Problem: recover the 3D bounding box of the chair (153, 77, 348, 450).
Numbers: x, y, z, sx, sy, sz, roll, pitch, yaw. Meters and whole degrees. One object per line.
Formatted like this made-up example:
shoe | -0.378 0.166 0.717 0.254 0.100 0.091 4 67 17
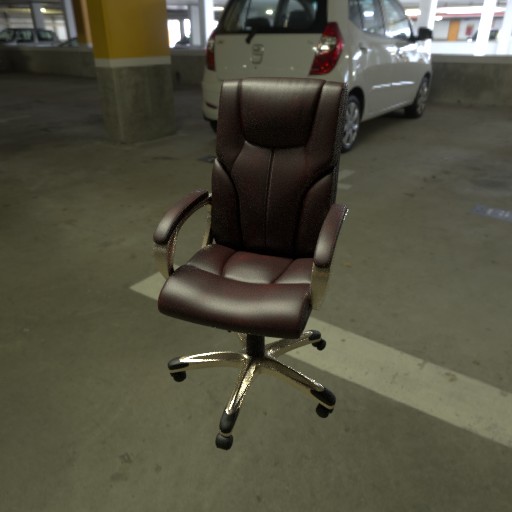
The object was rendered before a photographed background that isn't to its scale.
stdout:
chair | 0.000 0.000 1.541 0.662 1.107 0.739 8 28 16
